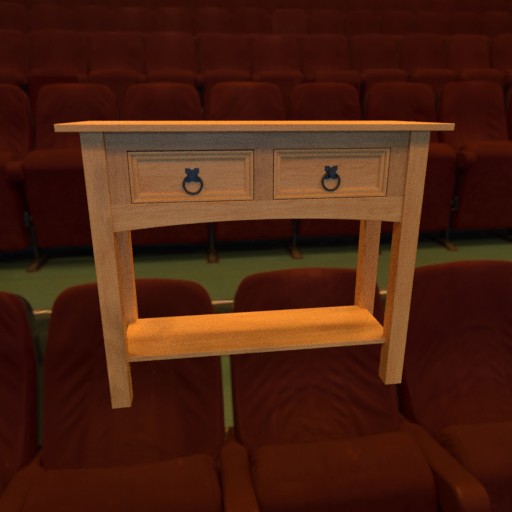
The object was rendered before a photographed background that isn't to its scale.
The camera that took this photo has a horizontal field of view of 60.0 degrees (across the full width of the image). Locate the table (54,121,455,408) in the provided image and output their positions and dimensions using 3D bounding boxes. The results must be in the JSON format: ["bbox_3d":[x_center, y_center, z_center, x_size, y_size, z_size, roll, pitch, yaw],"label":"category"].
[{"bbox_3d":[0.000,0.000,1.256,0.900,0.728,0.340,-3,18,-8],"label":"table"}]
